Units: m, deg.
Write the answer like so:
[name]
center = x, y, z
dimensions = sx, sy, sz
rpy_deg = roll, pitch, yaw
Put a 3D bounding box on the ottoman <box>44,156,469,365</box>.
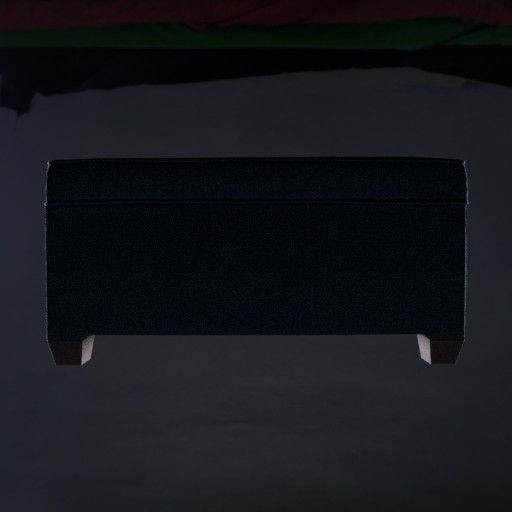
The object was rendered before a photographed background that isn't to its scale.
[ottoman]
center = 0.000, 0.000, 1.184
dimensions = 0.943, 0.474, 0.474
rpy_deg = 0, 1, -1
